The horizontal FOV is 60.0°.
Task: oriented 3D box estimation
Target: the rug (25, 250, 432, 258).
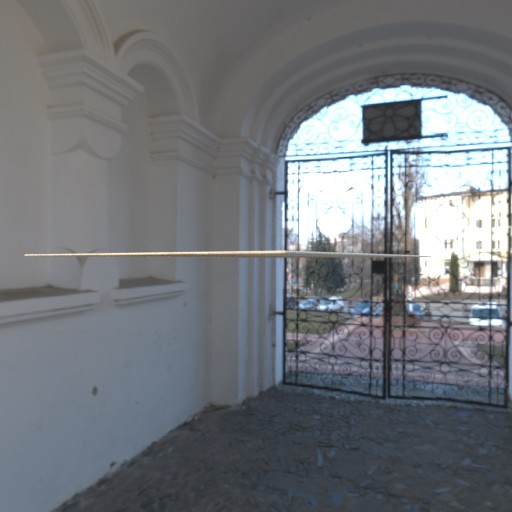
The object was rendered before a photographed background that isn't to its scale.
[{"bbox_3d":[0.000,0.000,4.130,2.438,0.013,3.048,0,-1,34],"label":"rug"}]
